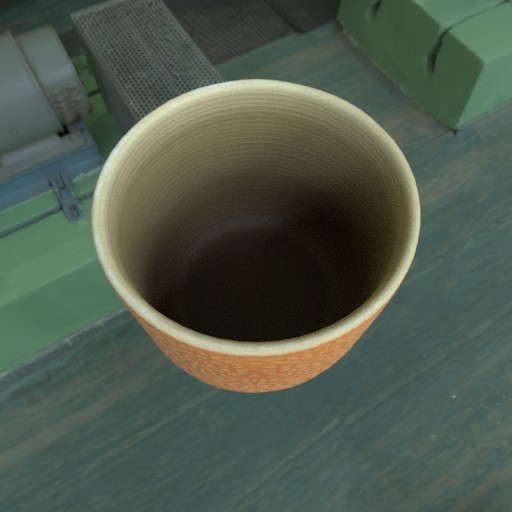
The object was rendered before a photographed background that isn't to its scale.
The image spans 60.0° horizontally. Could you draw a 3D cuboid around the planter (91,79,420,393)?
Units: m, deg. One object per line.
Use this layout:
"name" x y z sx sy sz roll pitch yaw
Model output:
"planter" 0.000 0.000 0.289 0.170 0.152 0.170 0 64 0
